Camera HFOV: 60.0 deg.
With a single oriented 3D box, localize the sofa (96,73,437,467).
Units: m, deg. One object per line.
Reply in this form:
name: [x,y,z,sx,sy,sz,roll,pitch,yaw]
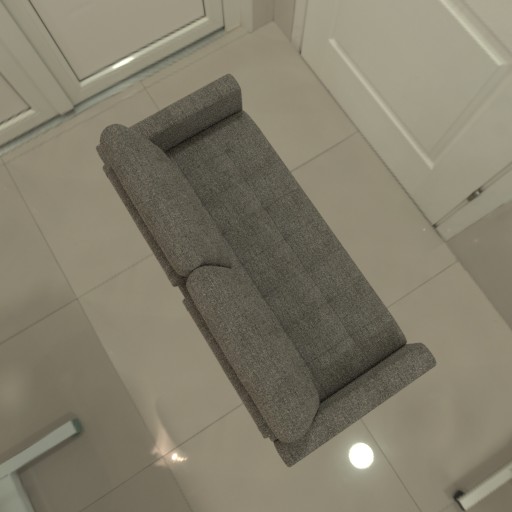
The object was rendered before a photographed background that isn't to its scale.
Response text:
sofa: [0.000,0.000,2.302,0.863,0.902,1.821,-32,78,-7]
